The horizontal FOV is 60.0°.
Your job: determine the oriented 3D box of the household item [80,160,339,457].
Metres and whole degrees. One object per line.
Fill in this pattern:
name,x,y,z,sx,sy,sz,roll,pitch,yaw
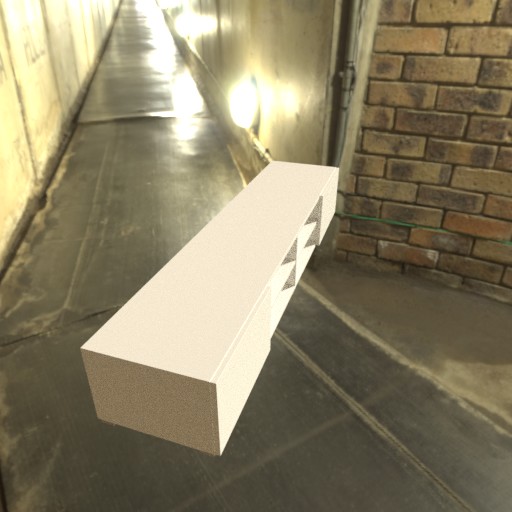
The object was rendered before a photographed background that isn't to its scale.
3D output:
household item,0.000,0.000,2.038,0.420,0.310,1.850,10,31,16
